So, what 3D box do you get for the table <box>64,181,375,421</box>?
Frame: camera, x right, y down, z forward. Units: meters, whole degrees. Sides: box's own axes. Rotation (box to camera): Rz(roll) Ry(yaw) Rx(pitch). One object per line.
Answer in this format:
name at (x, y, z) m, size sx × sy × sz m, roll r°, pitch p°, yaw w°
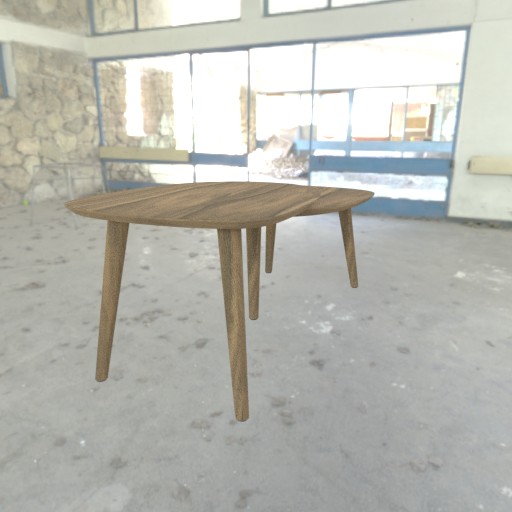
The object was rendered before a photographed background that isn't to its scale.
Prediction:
table at (0.000, 0.000, 1.350) m, size 0.527 × 0.429 × 1.084 m, roll 8°, pitch 17°, yaw 26°
